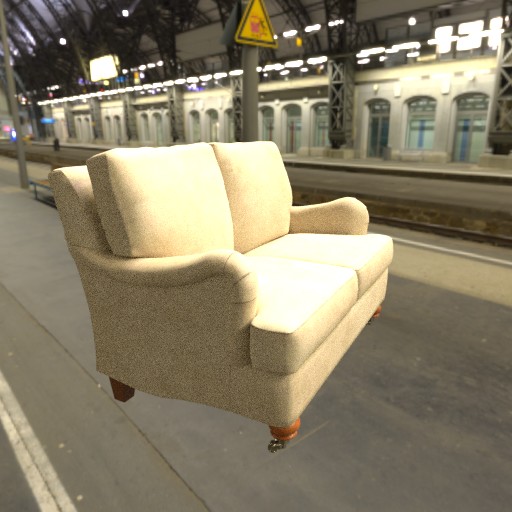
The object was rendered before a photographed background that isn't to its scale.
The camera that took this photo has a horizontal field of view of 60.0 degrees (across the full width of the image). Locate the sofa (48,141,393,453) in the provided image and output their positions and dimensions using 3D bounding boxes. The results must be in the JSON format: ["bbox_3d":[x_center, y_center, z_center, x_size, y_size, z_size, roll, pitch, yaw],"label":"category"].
[{"bbox_3d":[0.000,0.000,2.197,1.086,1.087,1.498,8,18,27],"label":"sofa"}]
